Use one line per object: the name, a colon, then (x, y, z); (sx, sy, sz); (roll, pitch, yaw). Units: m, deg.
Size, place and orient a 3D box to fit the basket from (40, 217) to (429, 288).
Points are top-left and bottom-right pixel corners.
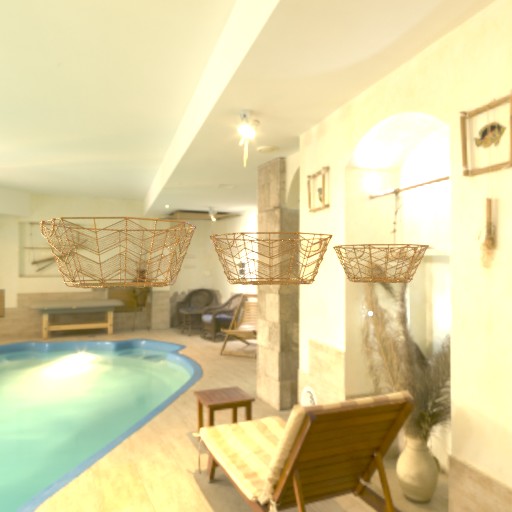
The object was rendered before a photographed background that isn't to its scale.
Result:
basket: (0.000, 0.000, 1.408); (1.245, 0.178, 0.432); (0, -1, -19)
